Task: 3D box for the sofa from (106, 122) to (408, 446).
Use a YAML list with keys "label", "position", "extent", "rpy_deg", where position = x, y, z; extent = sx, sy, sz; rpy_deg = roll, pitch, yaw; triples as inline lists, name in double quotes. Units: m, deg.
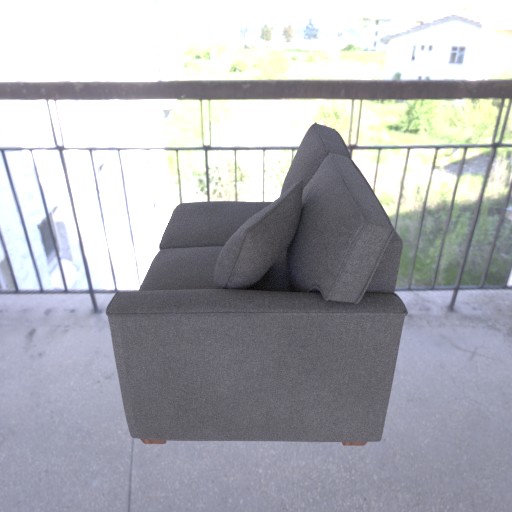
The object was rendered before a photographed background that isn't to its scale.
- label: "sofa"
  position: [0.000, 0.000, 2.085]
  extent: [0.991, 0.989, 1.388]
  rpy_deg: [0, 27, 1]
